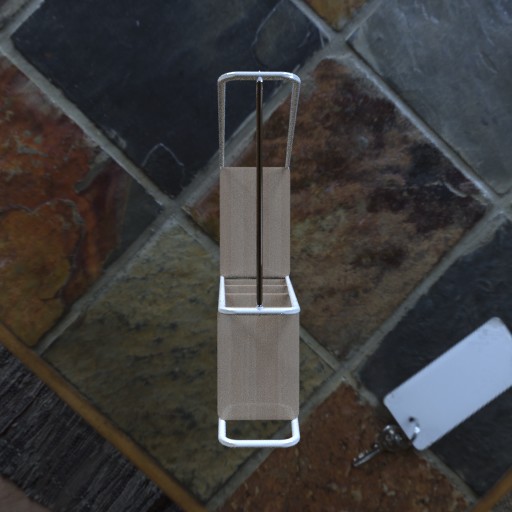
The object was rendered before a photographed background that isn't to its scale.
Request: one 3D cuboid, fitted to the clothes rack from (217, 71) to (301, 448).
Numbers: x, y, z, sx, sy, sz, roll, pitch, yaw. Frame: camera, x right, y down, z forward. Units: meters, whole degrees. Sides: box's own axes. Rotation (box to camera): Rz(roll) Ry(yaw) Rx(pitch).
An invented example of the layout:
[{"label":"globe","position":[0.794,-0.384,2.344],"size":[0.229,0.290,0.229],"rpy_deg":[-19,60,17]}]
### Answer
[{"label":"clothes rack","position":[0.000,0.000,1.929],"size":[0.400,1.500,1.011],"rpy_deg":[0,91,-1]}]
